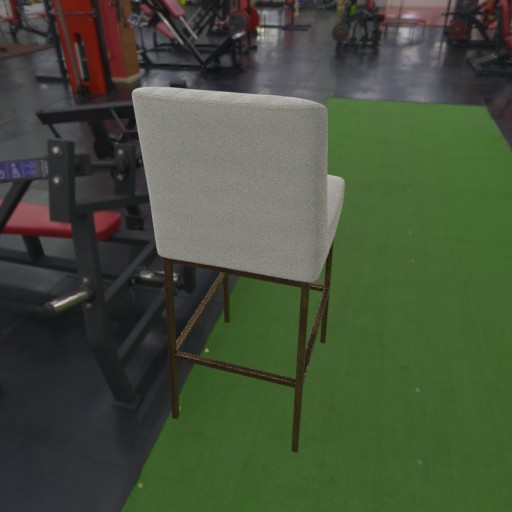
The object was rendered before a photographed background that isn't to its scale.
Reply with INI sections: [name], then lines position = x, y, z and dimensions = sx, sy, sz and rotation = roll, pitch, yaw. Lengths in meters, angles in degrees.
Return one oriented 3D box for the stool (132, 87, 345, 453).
[stool]
position = 0.000, 0.000, 1.369
dimensions = 0.462, 1.084, 0.546
rotation = 10, 35, 14
